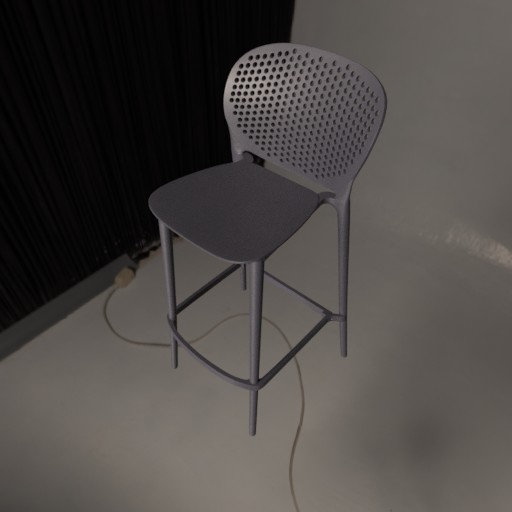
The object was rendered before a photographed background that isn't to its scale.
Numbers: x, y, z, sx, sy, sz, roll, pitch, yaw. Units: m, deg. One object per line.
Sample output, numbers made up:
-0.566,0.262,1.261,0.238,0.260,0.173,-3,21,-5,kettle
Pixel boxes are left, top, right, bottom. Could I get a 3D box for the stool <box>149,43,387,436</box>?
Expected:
0.000,0.000,1.325,0.536,1.045,0.535,31,52,28,stool
